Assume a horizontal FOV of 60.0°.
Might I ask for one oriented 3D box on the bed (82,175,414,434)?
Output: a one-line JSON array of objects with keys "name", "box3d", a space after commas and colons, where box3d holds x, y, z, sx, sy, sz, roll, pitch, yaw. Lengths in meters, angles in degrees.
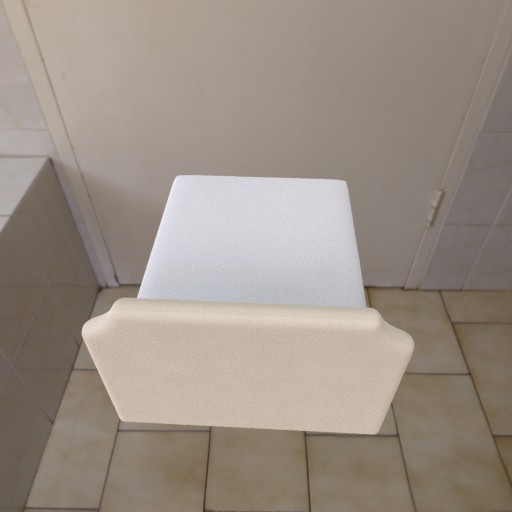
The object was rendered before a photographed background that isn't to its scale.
[{"name": "bed", "box3d": [0.000, 0.000, 3.455, 1.827, 1.296, 2.209, 2, 45, 2]}]
